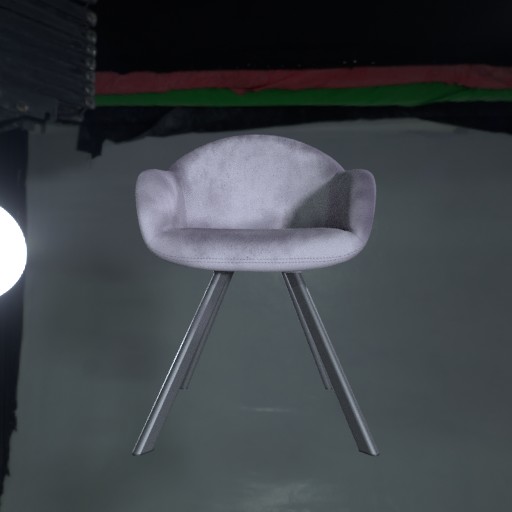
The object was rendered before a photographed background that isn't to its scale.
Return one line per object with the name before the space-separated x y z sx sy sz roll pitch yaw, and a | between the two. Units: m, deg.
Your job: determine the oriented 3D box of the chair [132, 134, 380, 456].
chair | 0.000 0.000 1.171 0.550 0.795 0.590 0 -1 0
